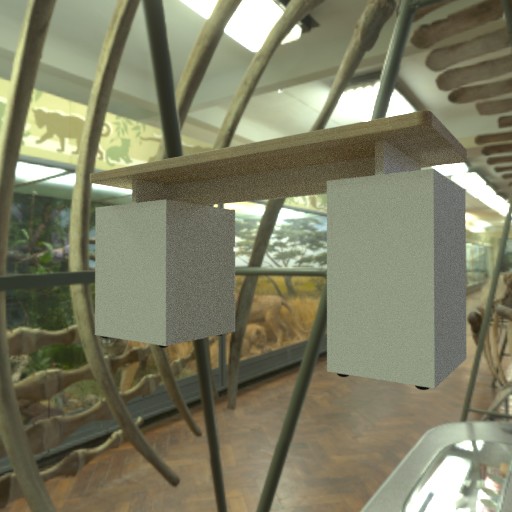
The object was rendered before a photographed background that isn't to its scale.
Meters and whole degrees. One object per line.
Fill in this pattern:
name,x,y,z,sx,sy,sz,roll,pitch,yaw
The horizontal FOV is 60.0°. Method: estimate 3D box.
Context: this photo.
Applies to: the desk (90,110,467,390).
desk,0.000,0.000,1.813,1.500,0.755,0.550,-1,-1,35
